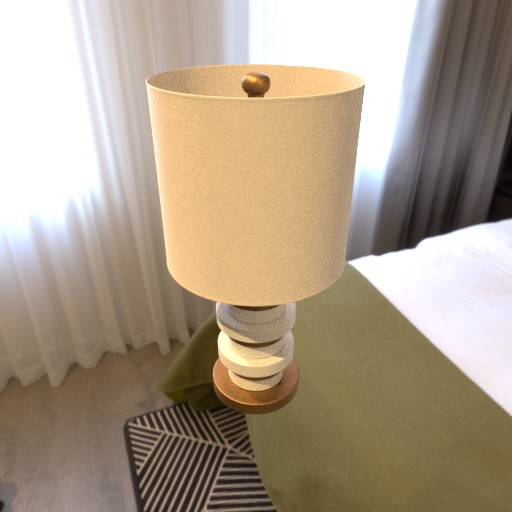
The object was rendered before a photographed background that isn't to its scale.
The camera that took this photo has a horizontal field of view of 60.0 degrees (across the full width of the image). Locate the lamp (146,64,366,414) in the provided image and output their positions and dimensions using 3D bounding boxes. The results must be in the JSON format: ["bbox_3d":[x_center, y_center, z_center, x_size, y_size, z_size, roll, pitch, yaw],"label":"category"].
[{"bbox_3d":[0.000,0.000,0.531,0.210,0.410,0.210,21,36,31],"label":"lamp"}]
